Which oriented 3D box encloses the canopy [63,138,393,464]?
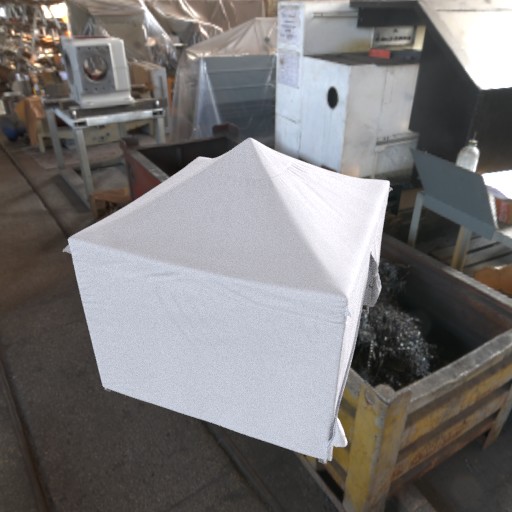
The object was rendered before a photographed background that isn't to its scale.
[{"bbox_3d":[0.000,0.000,5.611,3.121,2.997,3.043,11,32,18],"label":"canopy"}]
